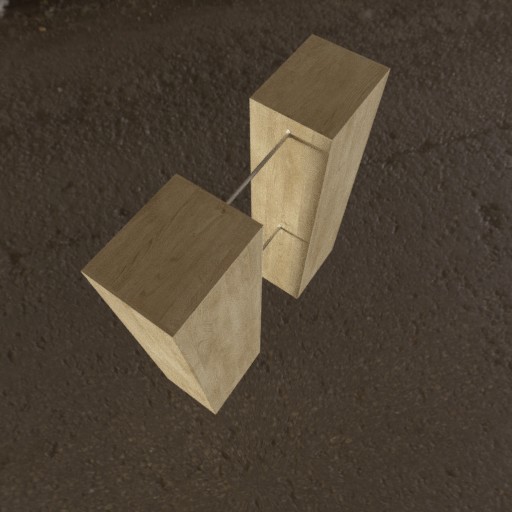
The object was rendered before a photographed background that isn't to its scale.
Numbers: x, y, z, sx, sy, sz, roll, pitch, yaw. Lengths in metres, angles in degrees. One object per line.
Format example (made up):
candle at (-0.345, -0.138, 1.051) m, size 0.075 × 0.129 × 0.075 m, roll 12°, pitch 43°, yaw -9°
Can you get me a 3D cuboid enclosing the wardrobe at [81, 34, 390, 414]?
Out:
wardrobe at (0.000, 0.000, 2.938) m, size 0.480 × 2.000 × 1.770 m, roll 32°, pitch 67°, yaw 15°
